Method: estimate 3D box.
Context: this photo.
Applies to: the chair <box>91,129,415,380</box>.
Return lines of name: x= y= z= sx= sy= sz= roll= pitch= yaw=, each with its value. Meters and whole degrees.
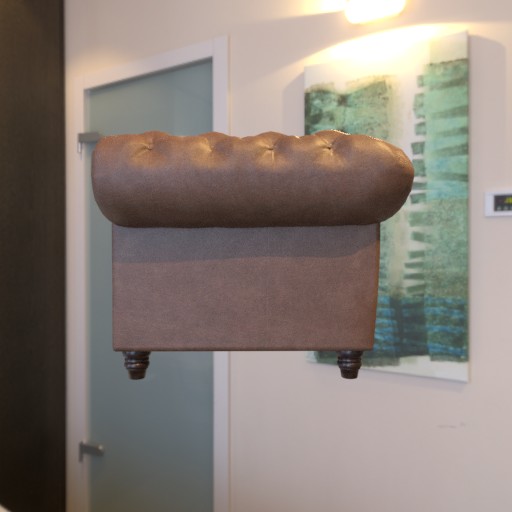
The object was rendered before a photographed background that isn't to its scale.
chair: x=0.000 y=0.000 z=1.856 sx=0.954 sy=0.784 sz=1.298 roll=0 pitch=1 yaw=-1
